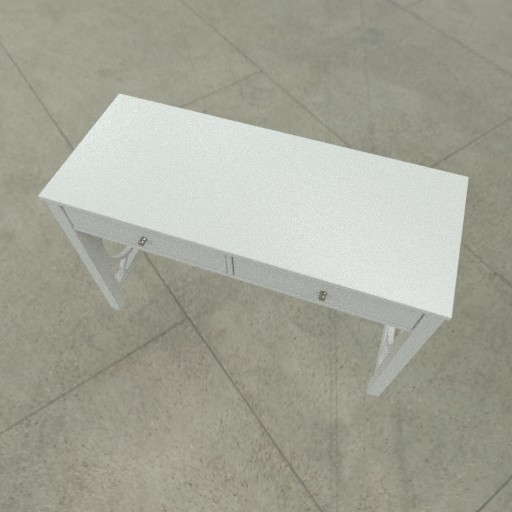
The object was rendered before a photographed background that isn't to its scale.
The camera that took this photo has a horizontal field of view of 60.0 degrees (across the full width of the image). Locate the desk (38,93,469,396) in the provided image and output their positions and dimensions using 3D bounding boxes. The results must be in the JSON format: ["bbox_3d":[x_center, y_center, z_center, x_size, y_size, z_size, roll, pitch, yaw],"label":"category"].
[{"bbox_3d":[0.000,0.000,1.642,1.191,0.762,0.504,16,59,10],"label":"desk"}]
